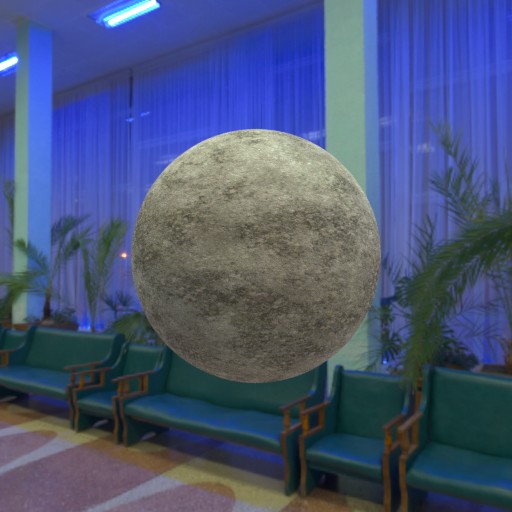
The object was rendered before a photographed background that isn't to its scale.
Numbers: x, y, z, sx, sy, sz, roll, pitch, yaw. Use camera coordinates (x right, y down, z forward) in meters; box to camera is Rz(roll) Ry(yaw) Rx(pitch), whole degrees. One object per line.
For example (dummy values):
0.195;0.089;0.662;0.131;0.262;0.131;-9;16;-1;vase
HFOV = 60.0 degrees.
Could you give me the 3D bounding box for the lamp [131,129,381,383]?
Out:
0.000;0.000;0.777;0.422;0.429;0.422;0;-2;0;lamp
